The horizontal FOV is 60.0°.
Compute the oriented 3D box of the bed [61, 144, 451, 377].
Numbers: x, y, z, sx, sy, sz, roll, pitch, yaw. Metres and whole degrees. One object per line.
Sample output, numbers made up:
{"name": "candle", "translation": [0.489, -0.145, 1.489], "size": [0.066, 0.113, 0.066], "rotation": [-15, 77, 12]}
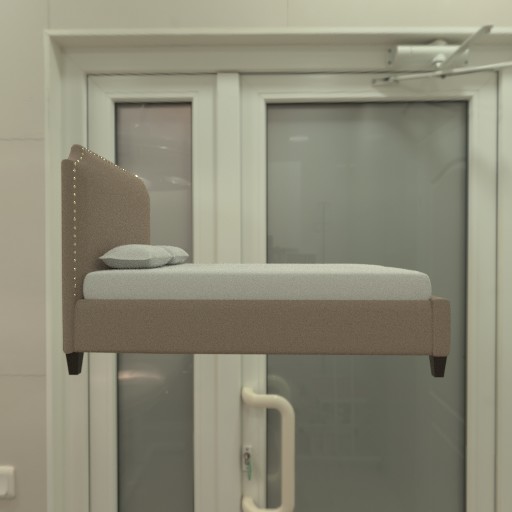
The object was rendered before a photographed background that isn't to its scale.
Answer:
{"name": "bed", "translation": [0.000, 0.000, 3.498], "size": [2.372, 1.443, 1.713], "rotation": [0, 1, 2]}
